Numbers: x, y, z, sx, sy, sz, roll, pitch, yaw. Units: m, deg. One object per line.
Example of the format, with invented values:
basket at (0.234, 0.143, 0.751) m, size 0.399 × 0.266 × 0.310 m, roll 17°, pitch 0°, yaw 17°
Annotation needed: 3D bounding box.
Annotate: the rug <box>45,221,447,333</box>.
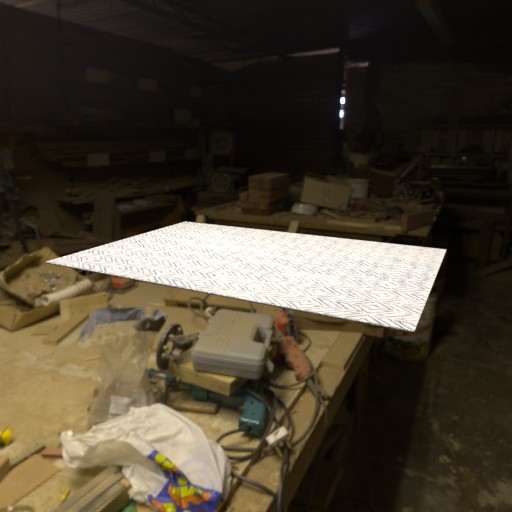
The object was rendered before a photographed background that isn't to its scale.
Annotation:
rug at (0.000, 0.000, 2.412) m, size 1.824 × 0.008 × 1.220 m, roll 8°, pitch 17°, yaw 26°
